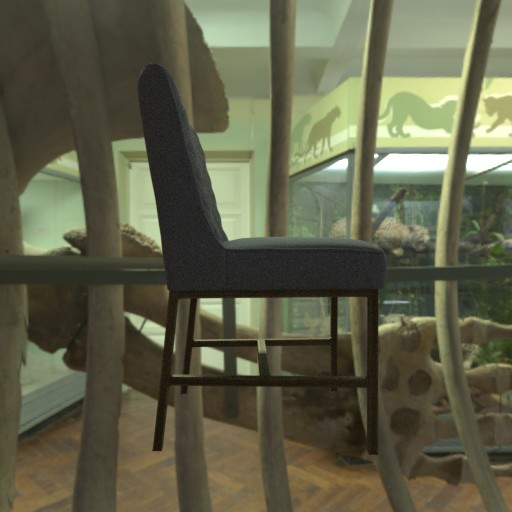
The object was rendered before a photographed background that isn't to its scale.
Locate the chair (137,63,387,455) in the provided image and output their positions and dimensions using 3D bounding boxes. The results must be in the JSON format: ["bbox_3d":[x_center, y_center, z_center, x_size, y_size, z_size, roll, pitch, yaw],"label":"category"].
[{"bbox_3d":[0.000,0.000,1.228,0.587,0.889,0.508,0,0,-1],"label":"chair"}]
